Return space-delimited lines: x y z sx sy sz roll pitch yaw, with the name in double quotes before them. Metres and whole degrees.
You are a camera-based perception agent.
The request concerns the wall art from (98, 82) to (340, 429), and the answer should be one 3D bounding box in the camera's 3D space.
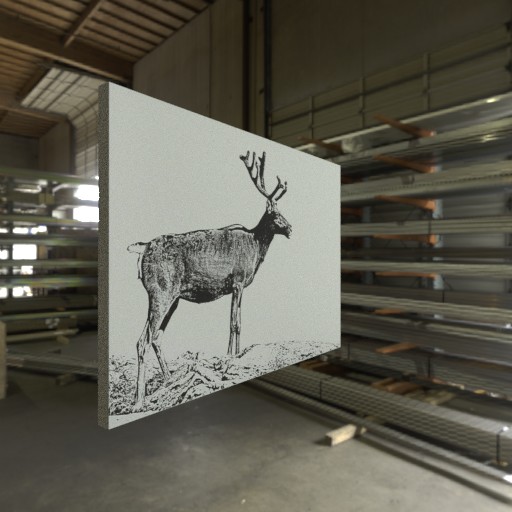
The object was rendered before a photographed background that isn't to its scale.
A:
"wall art" 0.000 0.000 1.156 0.033 0.617 0.906 0 0 37
